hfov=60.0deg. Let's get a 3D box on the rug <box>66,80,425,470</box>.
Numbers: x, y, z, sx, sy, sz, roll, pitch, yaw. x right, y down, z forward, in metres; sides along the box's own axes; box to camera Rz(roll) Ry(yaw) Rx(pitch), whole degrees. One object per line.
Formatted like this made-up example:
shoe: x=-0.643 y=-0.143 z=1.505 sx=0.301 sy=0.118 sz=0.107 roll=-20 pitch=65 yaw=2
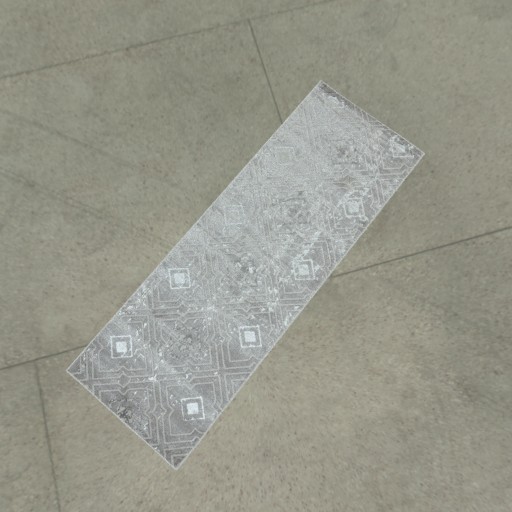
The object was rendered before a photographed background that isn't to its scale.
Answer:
rug: x=0.000 y=0.000 z=2.650 sx=0.832 sy=0.035 sz=2.381 roll=38 pitch=80 yaw=8
